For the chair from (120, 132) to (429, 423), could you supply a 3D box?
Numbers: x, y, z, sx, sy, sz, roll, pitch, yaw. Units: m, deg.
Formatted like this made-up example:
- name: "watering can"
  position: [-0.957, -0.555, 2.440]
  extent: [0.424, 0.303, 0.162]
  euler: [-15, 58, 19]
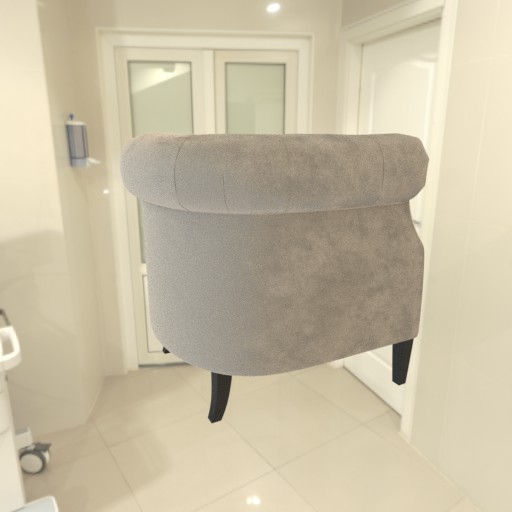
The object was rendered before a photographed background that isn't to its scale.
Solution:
- name: "chair"
  position: [0.000, 0.000, 1.540]
  extent: [0.851, 0.826, 0.904]
  euler: [-8, 17, -27]
